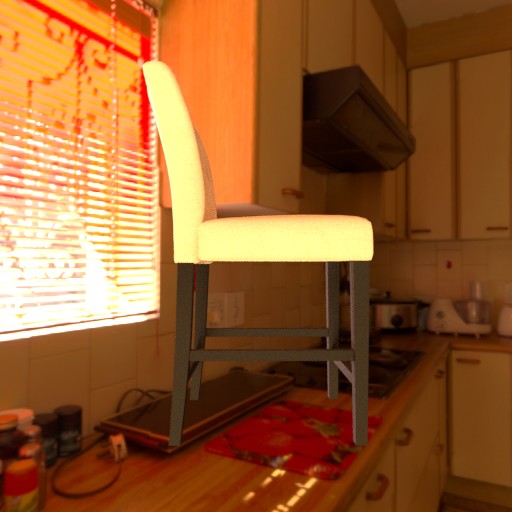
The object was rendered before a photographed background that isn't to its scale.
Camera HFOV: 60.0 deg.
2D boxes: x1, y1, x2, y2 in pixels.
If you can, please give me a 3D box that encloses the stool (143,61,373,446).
[{"bbox_3d":[0.000,0.000,1.334,0.603,0.972,0.514,0,-1,0],"label":"stool"}]
